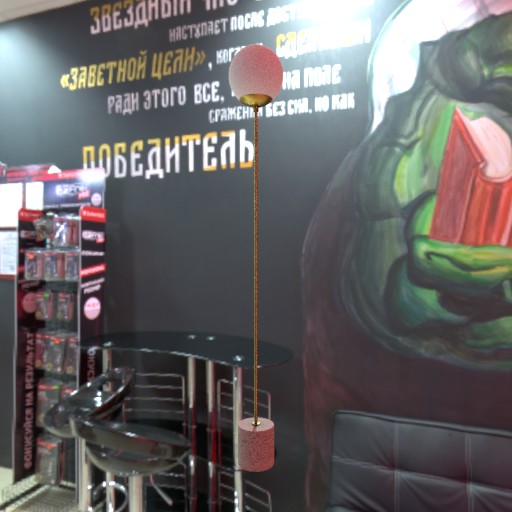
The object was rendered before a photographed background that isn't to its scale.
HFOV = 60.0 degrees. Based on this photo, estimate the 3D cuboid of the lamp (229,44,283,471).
[{"bbox_3d":[0.000,0.000,1.862,0.229,1.748,0.229,0,1,-36],"label":"lamp"}]
